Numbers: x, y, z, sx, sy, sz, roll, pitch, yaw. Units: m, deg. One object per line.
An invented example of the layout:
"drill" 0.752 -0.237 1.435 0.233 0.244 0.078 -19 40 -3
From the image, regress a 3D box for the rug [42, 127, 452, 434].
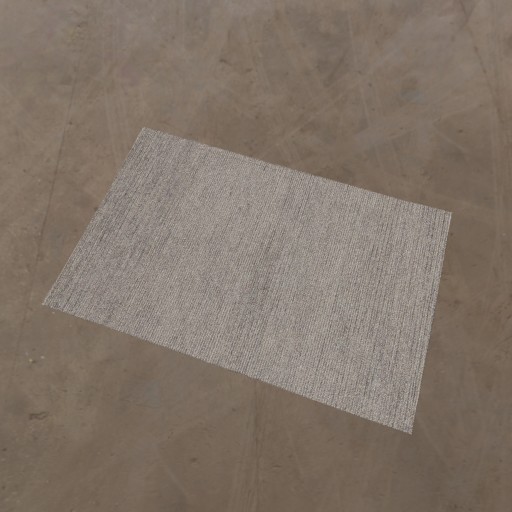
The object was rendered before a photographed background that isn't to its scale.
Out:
"rug" 0.000 0.000 2.239 1.804 0.022 1.162 17 66 8
